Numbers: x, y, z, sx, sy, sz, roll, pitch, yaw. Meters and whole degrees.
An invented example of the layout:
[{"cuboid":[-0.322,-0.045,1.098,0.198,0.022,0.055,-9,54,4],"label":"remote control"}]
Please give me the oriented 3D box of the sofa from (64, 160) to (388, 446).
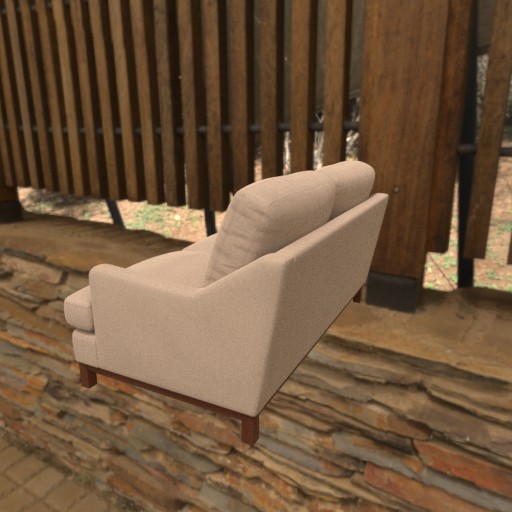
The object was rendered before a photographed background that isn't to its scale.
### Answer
[{"cuboid":[0.000,0.000,2.280,1.004,0.910,1.619,8,18,26],"label":"sofa"}]
